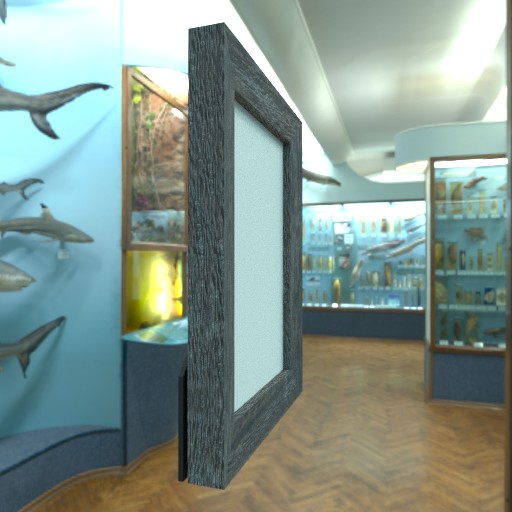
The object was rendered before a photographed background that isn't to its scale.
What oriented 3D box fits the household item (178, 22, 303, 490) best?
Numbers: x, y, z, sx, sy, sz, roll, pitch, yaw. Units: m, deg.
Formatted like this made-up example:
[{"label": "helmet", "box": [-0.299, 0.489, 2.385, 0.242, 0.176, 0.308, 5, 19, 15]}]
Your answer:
[{"label": "household item", "box": [0.000, 0.000, 0.236, 0.020, 0.180, 0.133, 0, 0, 19]}]
